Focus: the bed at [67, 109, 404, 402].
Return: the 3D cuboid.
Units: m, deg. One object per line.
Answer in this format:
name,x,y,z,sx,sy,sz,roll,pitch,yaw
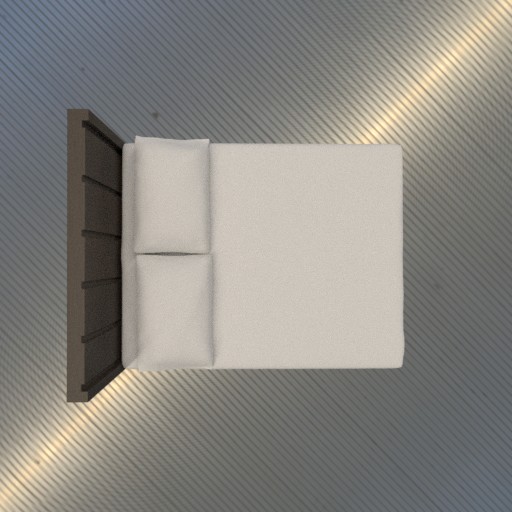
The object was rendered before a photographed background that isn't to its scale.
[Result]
bed,0.000,0.000,3.255,2.242,1.270,1.727,0,90,-1
